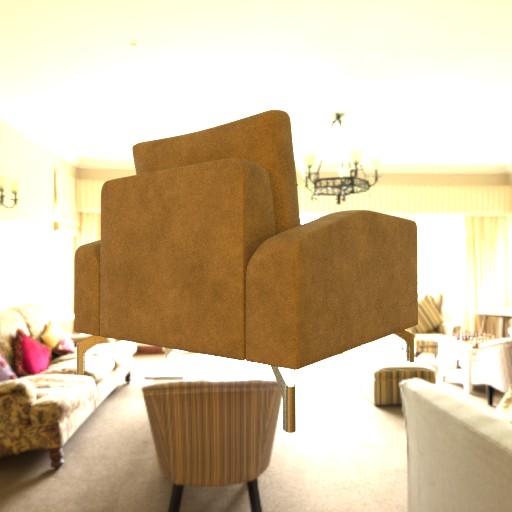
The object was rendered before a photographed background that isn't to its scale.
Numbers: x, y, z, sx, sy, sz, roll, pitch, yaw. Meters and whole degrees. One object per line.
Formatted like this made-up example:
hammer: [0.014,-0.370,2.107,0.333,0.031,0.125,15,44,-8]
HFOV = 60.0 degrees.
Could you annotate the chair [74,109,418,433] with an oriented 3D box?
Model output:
chair: [0.000,0.000,1.599,0.900,0.800,0.900,0,-1,37]
